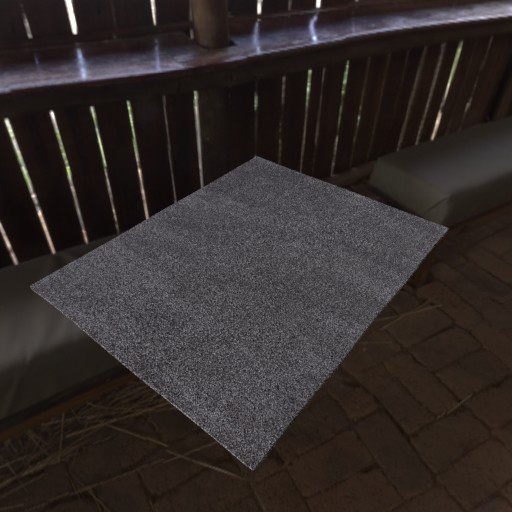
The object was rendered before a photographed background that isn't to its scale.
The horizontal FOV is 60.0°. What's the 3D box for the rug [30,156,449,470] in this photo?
[{"bbox_3d":[0.000,0.000,3.990,2.401,0.025,3.000,27,47,29],"label":"rug"}]
